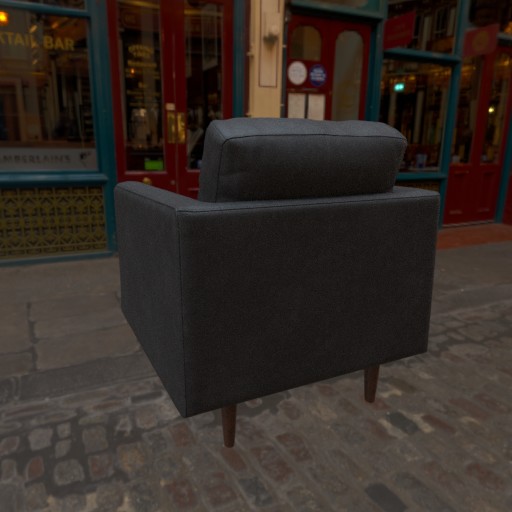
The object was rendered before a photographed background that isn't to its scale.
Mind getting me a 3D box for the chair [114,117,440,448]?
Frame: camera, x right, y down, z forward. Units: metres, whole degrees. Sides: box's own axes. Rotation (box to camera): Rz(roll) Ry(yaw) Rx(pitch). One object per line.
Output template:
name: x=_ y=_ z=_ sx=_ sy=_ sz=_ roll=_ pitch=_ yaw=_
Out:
chair: x=0.000 y=0.000 z=1.564 sx=0.831 sy=0.898 sz=0.879 roll=-7 pitch=15 yaw=-25
